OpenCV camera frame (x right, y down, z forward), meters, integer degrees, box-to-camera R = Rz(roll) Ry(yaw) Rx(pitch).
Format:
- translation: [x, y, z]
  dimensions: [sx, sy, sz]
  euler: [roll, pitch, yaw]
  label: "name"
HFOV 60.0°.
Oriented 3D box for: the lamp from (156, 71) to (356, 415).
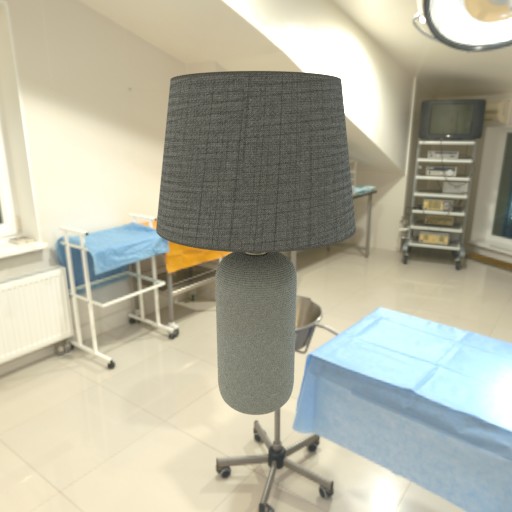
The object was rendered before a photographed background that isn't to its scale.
- translation: [0.000, 0.000, 0.582]
  dimensions: [0.251, 0.429, 0.251]
  euler: [0, 16, 0]
  label: "lamp"
